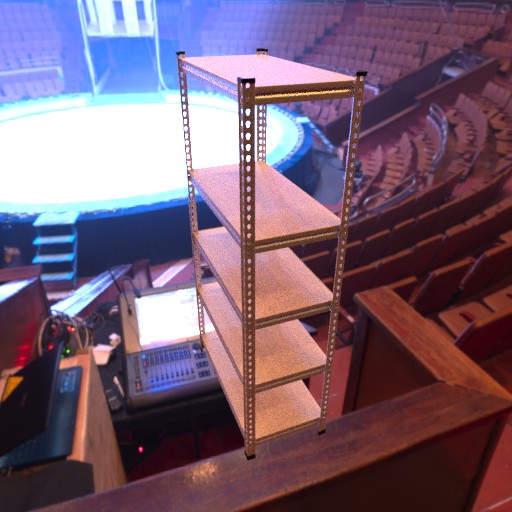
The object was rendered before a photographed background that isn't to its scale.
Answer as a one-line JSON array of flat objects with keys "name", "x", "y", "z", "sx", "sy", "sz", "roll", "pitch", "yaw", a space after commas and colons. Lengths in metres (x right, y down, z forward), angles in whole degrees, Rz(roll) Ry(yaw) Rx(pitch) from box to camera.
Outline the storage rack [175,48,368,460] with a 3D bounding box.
[{"name": "storage rack", "x": 0.000, "y": 0.000, "z": 2.246, "sx": 0.457, "sy": 1.829, "sz": 0.914, "roll": -11, "pitch": 32, "yaw": -19}]
